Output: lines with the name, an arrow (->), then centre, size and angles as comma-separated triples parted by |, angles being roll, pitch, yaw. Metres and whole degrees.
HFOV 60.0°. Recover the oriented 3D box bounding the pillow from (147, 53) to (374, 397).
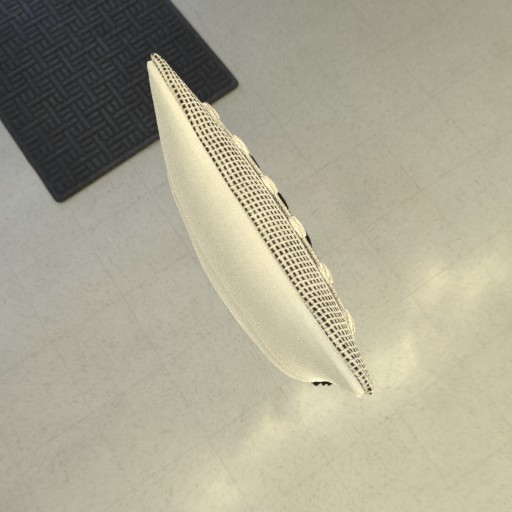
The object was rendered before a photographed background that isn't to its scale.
pillow -> 0.000, 0.000, 0.664 | 0.156, 0.438, 0.436 | -31, 78, -7
